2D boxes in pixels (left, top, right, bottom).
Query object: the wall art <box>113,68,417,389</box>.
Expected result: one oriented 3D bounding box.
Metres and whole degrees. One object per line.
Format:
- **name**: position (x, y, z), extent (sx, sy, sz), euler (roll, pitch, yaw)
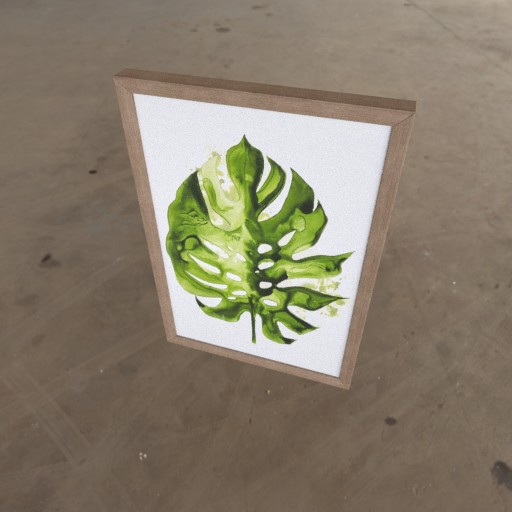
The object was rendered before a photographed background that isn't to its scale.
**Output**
- **wall art**: position (0.000, 0.000, 0.674), extent (0.356, 0.509, 0.031), euler (12, 42, 13)
